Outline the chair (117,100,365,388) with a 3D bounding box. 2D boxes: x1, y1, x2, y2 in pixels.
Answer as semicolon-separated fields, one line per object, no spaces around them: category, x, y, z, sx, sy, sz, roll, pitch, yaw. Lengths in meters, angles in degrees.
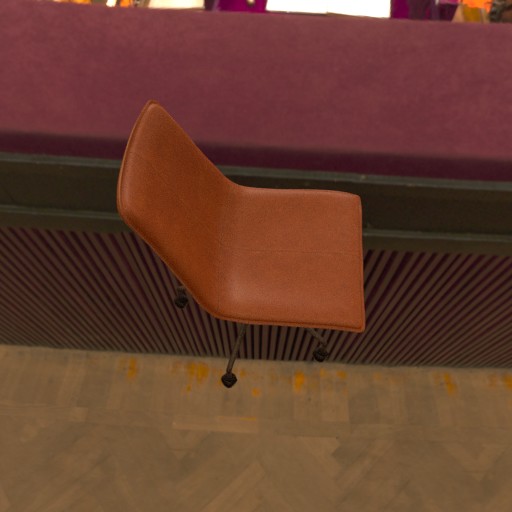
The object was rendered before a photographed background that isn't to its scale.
chair;0.000;0.000;1.386;0.660;0.920;0.651;4;62;2
